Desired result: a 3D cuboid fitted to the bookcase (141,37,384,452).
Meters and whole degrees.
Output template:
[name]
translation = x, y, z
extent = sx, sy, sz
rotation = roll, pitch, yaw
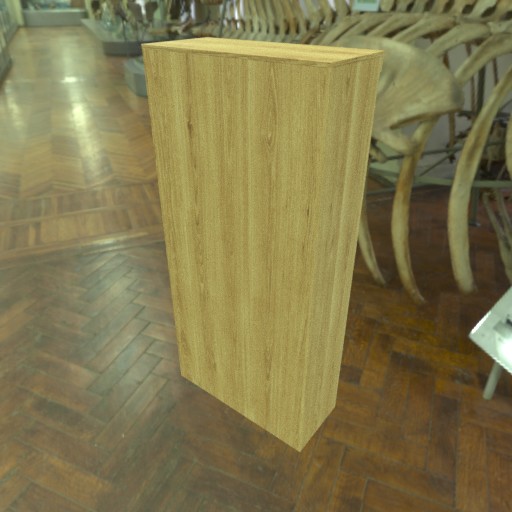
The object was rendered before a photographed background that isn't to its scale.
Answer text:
[bookcase]
translation = 0.000, 0.000, 2.358
extent = 0.950, 2.020, 0.420
rotation = 22, 37, 32
